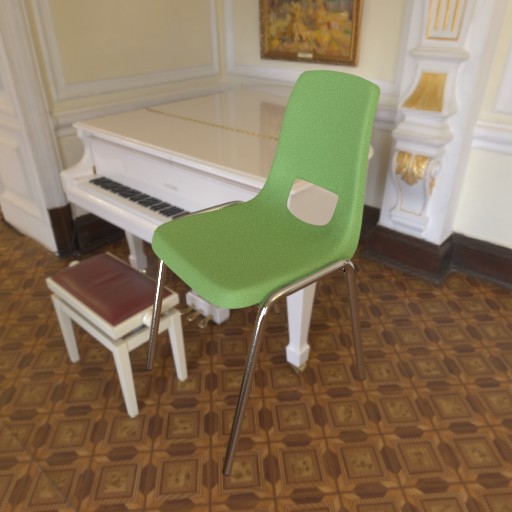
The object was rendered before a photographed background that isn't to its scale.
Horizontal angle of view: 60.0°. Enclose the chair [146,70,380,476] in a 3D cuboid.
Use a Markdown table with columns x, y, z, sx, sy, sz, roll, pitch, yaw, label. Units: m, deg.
| x | y | z | sx | sy | sz | roll | pitch | yaw | label |
| --- | --- | --- | --- | --- | --- | --- | --- | --- | --- |
| 0.000 | 0.000 | 0.951 | 0.436 | 0.704 | 0.381 | -21 | 36 | -31 | chair |
